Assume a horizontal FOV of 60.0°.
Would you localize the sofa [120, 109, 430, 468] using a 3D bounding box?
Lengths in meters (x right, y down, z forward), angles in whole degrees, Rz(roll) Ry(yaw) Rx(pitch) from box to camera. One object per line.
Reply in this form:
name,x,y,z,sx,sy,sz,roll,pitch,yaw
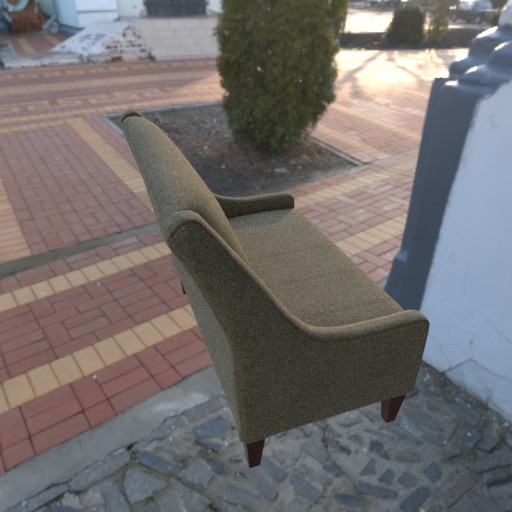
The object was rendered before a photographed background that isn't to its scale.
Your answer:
sofa,0.000,0.000,1.865,0.870,1.021,1.242,-10,32,-17
